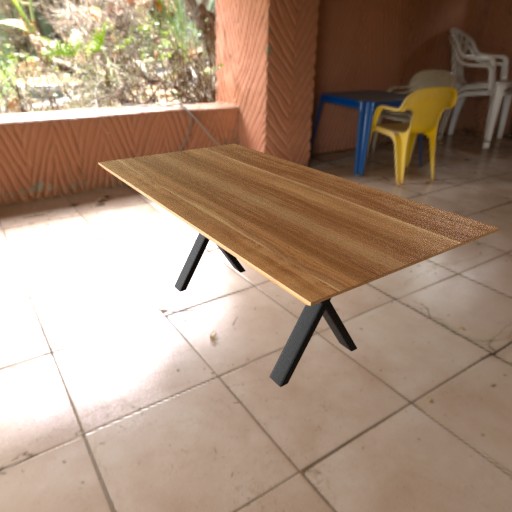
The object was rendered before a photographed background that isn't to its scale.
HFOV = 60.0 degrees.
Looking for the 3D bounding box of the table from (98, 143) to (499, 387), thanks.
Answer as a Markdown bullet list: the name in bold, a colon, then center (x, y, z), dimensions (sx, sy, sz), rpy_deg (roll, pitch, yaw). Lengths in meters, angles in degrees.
- **table**: center (0.000, 0.000, 2.434), dimensions (1.000, 0.770, 2.000), rpy_deg (-17, 30, -31)
